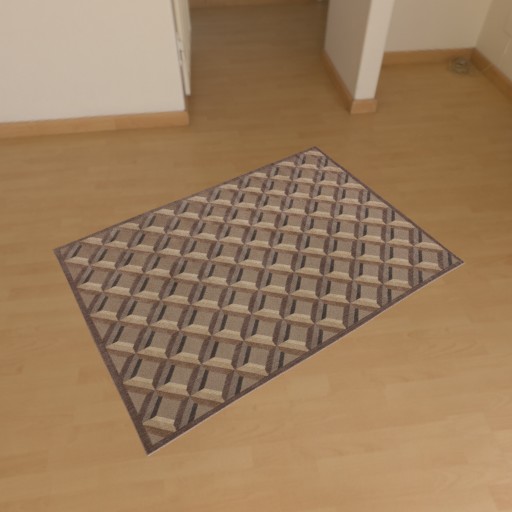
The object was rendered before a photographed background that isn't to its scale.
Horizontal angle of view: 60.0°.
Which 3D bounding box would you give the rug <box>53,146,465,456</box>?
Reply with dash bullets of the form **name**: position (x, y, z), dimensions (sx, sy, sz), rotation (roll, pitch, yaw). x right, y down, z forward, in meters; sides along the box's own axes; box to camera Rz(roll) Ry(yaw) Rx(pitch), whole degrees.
- **rug**: position (0.000, 0.000, 2.961), dimensions (2.260, 0.013, 1.600), rotation (-25, 53, -21)
